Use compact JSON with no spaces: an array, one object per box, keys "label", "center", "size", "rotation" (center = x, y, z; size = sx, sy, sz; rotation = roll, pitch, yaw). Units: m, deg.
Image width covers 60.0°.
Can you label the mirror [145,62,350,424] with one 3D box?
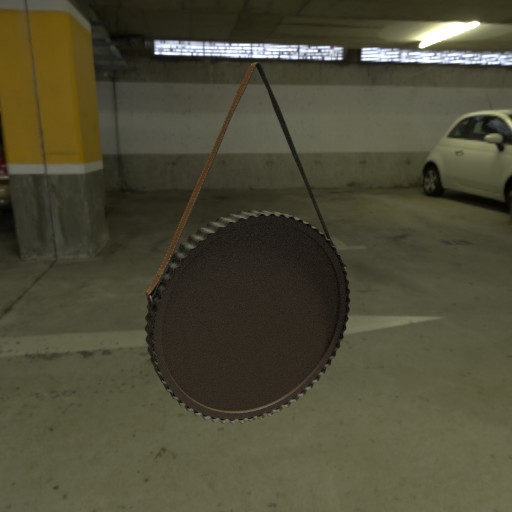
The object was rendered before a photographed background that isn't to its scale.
[{"label":"mirror","center":[0.000,0.000,0.702],"size":[0.355,0.568,0.042],"rotation":[-7,17,-26]}]
